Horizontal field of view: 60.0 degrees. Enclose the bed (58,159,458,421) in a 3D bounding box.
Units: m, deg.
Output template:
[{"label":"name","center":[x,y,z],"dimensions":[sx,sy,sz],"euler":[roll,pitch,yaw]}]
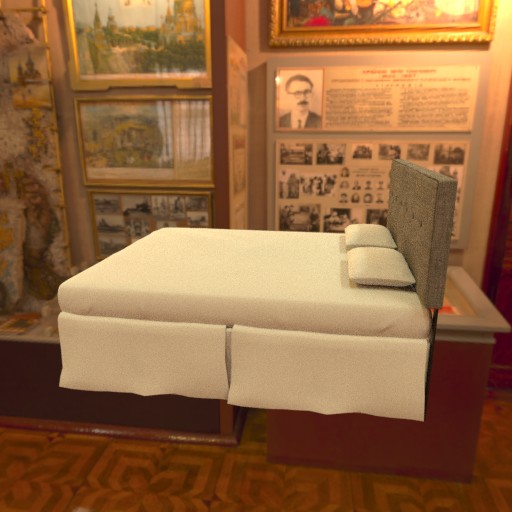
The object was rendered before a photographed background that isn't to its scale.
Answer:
[{"label":"bed","center":[0.000,0.000,2.888],"dimensions":[1.958,1.168,1.621],"euler":[3,16,9]}]
